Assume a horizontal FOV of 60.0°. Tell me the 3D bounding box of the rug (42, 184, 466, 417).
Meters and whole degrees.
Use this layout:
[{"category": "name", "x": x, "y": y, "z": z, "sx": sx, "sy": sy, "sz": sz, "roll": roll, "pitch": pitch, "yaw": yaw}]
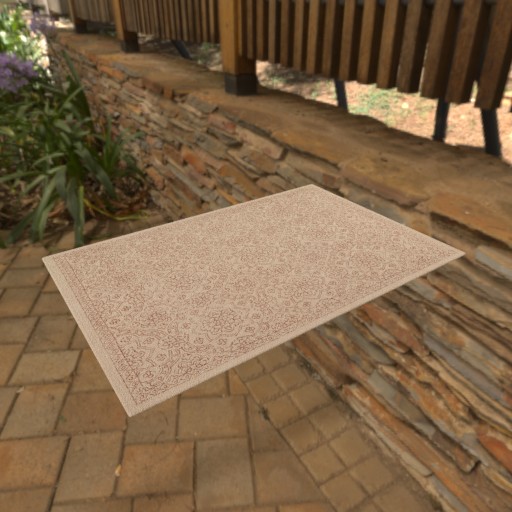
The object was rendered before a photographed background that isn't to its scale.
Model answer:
[{"category": "rug", "x": 0.000, "y": 0.000, "z": 2.291, "sx": 1.829, "sy": 0.010, "sz": 1.219, "roll": -19, "pitch": 35, "yaw": -30}]
